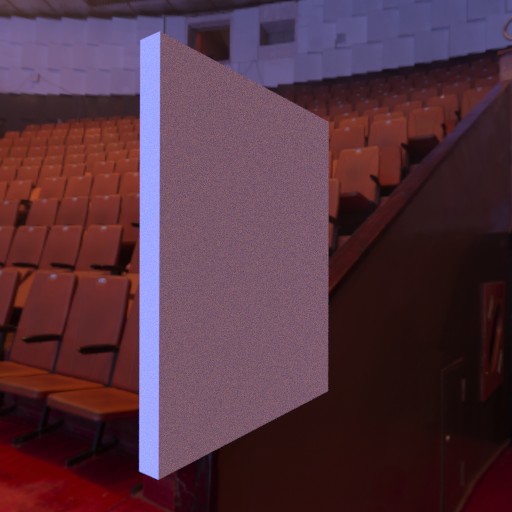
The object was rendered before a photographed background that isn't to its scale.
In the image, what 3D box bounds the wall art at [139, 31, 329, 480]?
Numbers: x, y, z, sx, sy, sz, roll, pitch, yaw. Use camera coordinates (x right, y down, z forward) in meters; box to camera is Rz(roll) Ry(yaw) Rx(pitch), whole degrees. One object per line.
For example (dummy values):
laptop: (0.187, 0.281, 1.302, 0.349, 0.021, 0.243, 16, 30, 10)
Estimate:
wall art: (0.000, 0.000, 0.739, 0.039, 0.553, 0.451, 0, 0, 36)
